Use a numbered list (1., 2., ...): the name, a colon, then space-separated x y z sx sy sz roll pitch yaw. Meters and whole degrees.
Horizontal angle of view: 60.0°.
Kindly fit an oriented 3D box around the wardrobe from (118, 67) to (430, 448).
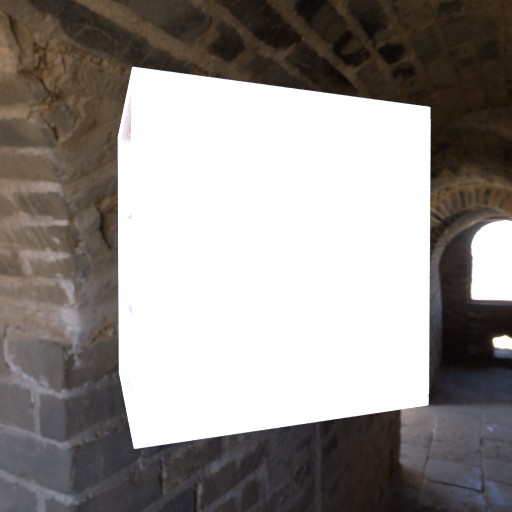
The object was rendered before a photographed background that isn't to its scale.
1. wardrobe: 0.000 0.000 0.876 0.500 0.520 0.400 0 1 -20
